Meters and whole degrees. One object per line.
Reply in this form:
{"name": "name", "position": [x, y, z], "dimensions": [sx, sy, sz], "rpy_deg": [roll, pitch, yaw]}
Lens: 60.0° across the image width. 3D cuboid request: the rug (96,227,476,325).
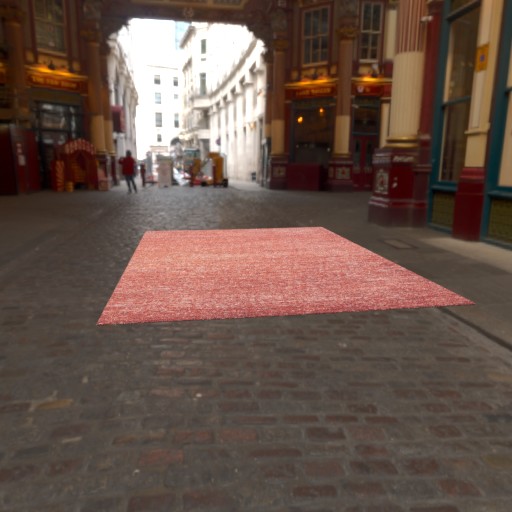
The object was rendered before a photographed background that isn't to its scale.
{"name": "rug", "position": [0.000, 0.000, 5.101], "dimensions": [2.803, 0.025, 3.965], "rpy_deg": [-2, 13, -9]}
